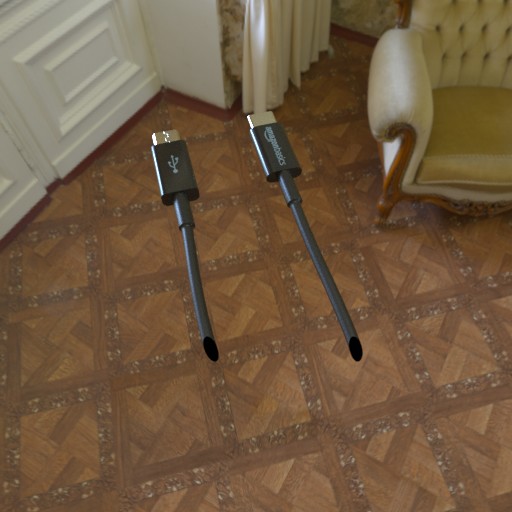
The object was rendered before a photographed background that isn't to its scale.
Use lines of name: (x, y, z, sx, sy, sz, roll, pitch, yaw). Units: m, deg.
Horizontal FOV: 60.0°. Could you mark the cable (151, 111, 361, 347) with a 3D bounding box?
cable: (0.000, 0.000, 0.113, 0.040, 0.006, 0.098, -13, 60, -8)
